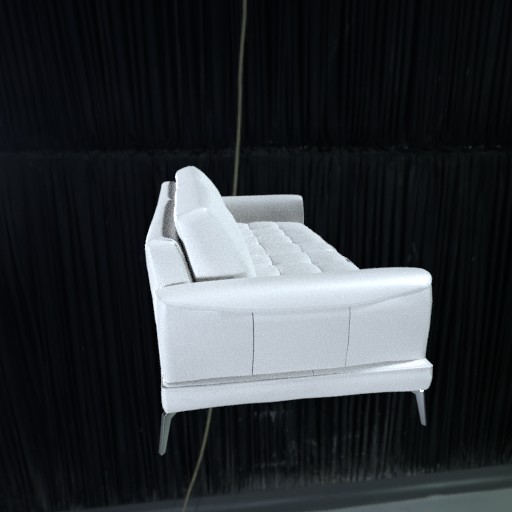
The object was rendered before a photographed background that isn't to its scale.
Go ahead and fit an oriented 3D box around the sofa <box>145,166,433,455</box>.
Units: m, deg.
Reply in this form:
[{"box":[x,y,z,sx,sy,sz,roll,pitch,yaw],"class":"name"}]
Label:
[{"box":[0.000,0.000,2.637,1.121,0.930,2.177,-3,17,-9],"class":"sofa"}]
